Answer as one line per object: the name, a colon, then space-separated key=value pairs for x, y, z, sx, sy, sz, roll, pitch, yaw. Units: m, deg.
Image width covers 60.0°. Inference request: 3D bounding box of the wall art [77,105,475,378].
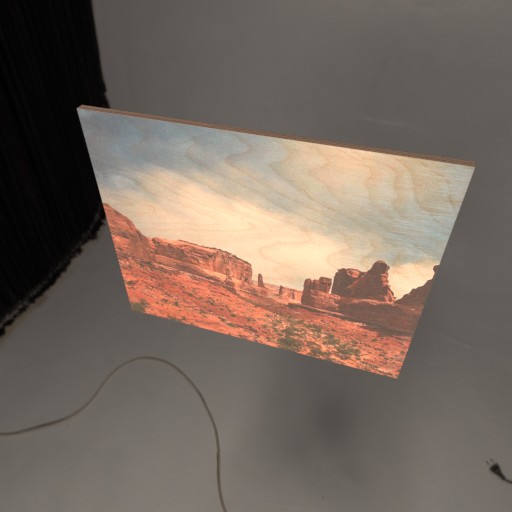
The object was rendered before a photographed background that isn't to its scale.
wall art: x=0.000 y=0.000 z=0.681 sx=0.508 sy=0.406 sz=0.013 roll=12 pitch=43 yaw=13
